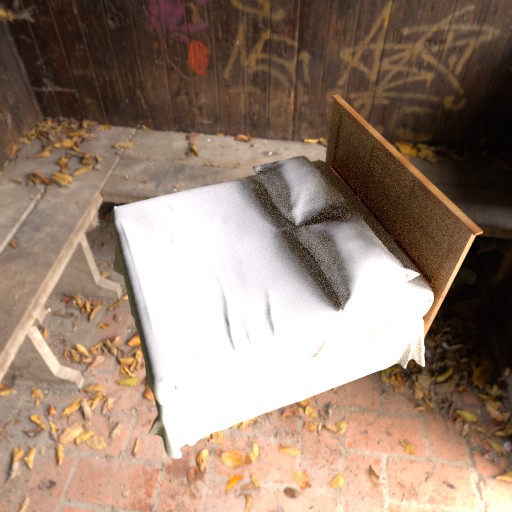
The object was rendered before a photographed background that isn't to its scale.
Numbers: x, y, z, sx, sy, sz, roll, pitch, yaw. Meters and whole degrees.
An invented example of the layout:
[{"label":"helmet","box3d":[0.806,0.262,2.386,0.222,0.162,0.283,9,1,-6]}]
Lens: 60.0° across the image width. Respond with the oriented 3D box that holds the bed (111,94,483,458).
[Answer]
[{"label":"bed","box3d":[0.000,0.000,3.139,2.035,1.273,1.870,-16,49,-14]}]
